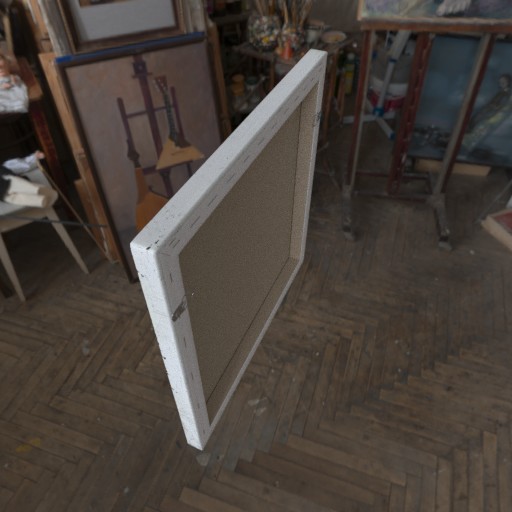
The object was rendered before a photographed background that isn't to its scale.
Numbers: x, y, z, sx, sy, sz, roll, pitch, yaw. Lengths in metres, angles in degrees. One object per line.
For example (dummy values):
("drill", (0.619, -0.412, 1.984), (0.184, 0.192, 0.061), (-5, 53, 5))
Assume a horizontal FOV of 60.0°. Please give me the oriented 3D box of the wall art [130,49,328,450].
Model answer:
("wall art", (0.000, 0.000, 0.914), (0.040, 0.611, 0.610), (19, 49, 17))
